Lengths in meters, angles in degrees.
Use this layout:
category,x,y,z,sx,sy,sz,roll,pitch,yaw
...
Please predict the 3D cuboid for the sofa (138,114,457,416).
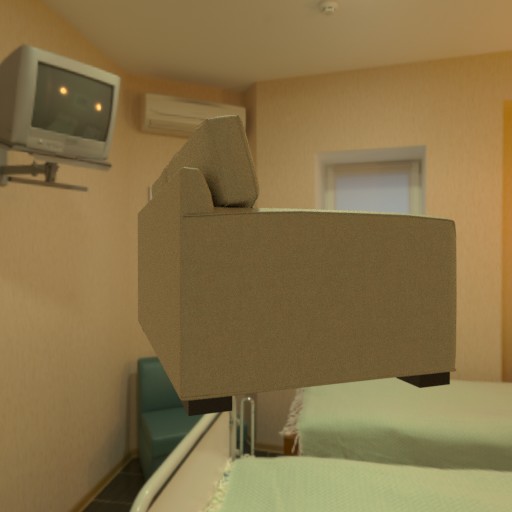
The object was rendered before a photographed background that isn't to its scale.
category,x,y,z,sx,sy,sz,roll,pitch,yaw
sofa,0.000,0.000,2.031,0.942,0.853,1.484,0,1,-19
